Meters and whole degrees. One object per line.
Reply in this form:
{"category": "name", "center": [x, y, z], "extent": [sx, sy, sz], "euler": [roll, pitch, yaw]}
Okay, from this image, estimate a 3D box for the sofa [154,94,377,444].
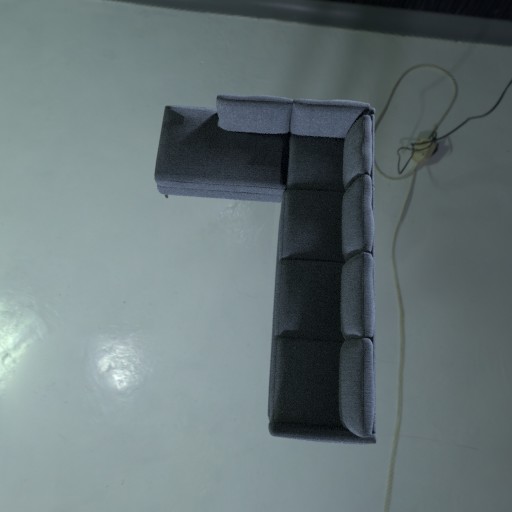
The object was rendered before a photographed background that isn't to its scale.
{"category": "sofa", "center": [0.000, 0.000, 3.893], "extent": [2.007, 0.815, 2.949], "euler": [4, 74, 1]}
